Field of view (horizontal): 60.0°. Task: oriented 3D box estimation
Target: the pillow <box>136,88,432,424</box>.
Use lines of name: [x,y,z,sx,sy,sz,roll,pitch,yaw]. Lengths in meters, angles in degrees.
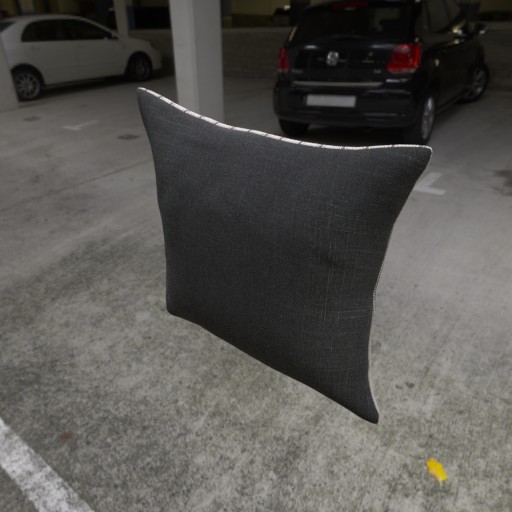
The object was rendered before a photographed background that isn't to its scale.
pillow: [0.000,0.000,0.686,0.468,0.444,0.138,22,38,31]
